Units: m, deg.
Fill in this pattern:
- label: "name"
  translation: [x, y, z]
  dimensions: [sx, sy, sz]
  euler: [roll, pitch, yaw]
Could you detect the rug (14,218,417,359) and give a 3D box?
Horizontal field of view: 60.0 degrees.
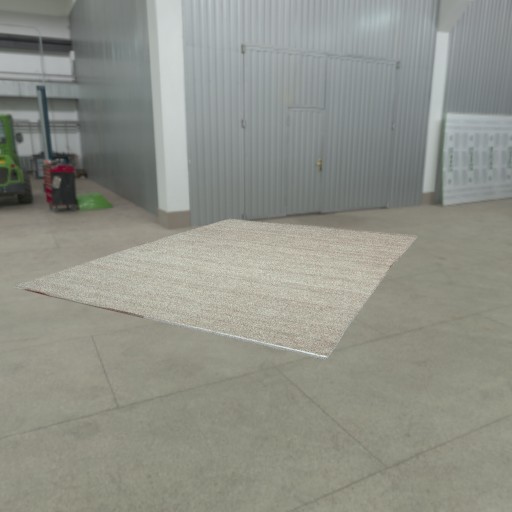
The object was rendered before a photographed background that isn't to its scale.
- label: "rug"
  translation: [0.000, 0.000, 4.128]
  dimensions: [2.434, 0.045, 3.202]
  euler: [8, 17, 26]
